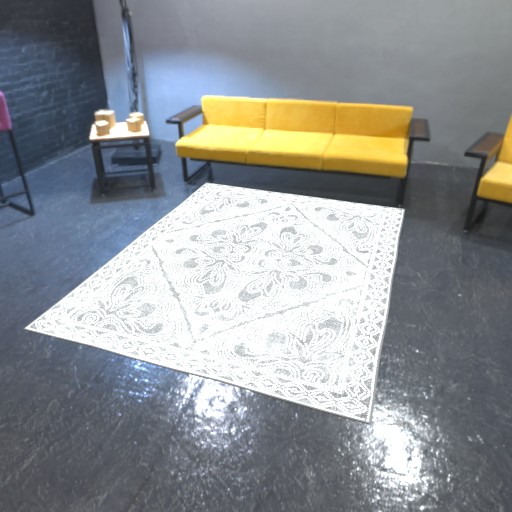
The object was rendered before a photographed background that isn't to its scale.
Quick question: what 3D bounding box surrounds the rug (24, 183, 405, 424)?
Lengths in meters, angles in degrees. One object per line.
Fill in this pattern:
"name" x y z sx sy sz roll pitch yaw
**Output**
"rug" 0.000 0.000 4.009 2.438 0.012 3.048 10 32 17
